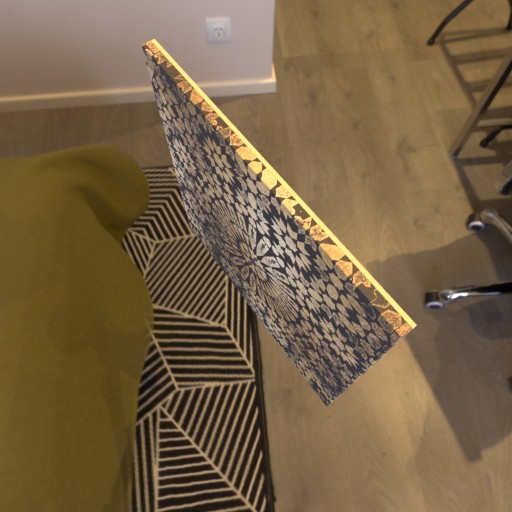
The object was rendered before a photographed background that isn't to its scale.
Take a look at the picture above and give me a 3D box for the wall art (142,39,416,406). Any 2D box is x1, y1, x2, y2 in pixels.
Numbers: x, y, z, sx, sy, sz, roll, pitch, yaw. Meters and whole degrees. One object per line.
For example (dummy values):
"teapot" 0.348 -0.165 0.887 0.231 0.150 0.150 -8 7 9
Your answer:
"wall art" 0.000 0.000 1.347 0.038 0.914 0.914 -33 69 -15
